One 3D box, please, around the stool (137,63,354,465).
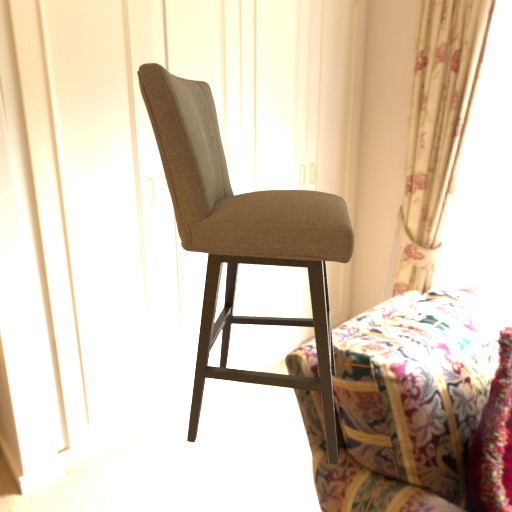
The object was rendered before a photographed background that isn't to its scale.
[{"bbox_3d":[0.000,0.000,1.410,0.574,1.086,0.514,2,16,9],"label":"stool"}]
